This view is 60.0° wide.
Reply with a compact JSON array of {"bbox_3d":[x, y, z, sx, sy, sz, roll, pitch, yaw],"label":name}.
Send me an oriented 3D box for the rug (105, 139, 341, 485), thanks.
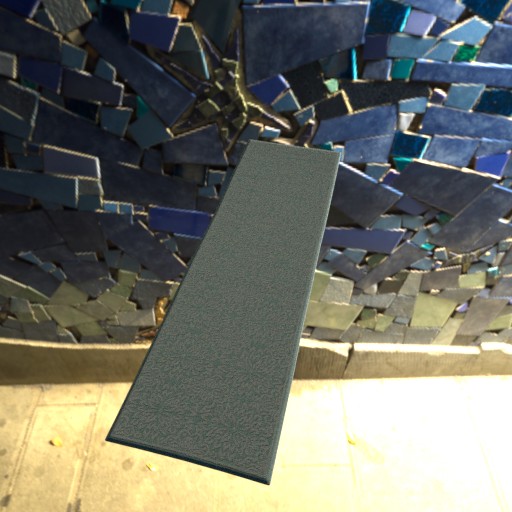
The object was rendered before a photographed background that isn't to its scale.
[{"bbox_3d":[0.000,0.000,2.397,0.662,0.011,2.196,10,48,10],"label":"rug"}]
